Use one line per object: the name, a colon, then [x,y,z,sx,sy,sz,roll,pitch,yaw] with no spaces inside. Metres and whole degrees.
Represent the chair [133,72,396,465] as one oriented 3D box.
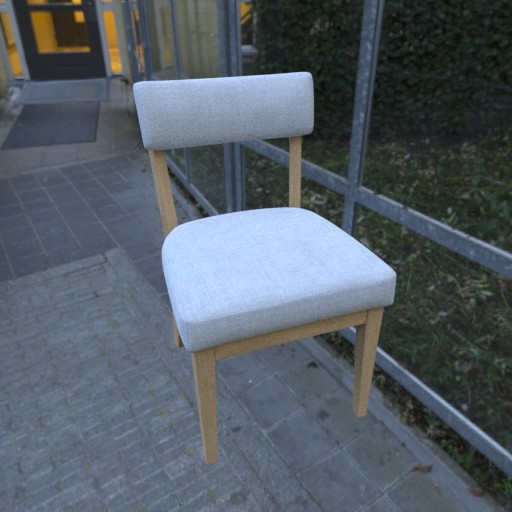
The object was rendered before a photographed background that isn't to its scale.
chair: [0.000,0.000,1.183,0.508,0.832,0.572,-10,33,-17]
